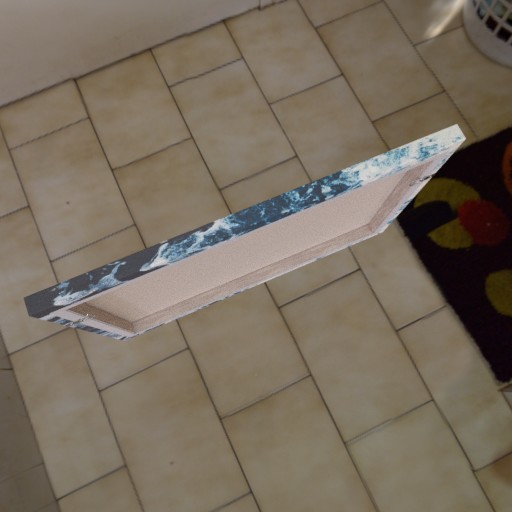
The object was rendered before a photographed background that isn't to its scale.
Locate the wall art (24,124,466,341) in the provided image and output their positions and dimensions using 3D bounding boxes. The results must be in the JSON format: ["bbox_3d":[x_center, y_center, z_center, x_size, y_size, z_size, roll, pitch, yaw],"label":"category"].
[{"bbox_3d":[0.000,0.000,1.148,0.915,0.610,0.042,-22,76,-6],"label":"wall art"}]
